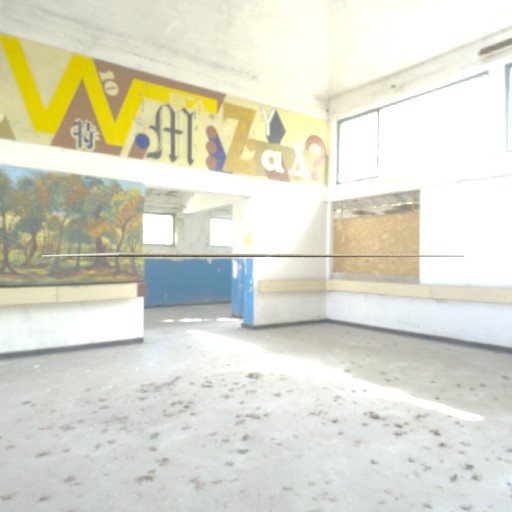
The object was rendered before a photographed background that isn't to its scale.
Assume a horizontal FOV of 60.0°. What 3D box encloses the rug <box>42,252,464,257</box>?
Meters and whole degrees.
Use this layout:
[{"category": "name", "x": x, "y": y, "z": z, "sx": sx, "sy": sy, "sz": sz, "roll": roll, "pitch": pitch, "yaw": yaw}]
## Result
[{"category": "rug", "x": 0.000, "y": 0.000, "z": 2.299, "sx": 1.828, "sy": 0.007, "sz": 1.220, "roll": 0, "pitch": 0, "yaw": -35}]
